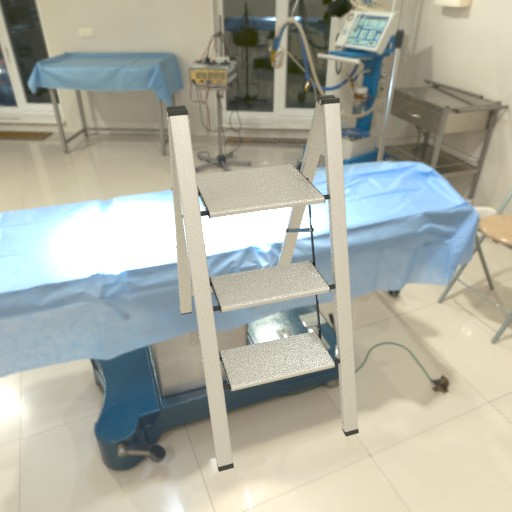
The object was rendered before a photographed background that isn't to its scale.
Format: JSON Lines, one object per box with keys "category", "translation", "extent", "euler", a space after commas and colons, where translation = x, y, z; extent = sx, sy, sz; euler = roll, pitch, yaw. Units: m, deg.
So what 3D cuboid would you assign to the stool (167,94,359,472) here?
{"category": "stool", "translation": [0.000, 0.000, 1.338], "extent": [0.441, 0.902, 0.730], "euler": [-9, 34, -14]}
